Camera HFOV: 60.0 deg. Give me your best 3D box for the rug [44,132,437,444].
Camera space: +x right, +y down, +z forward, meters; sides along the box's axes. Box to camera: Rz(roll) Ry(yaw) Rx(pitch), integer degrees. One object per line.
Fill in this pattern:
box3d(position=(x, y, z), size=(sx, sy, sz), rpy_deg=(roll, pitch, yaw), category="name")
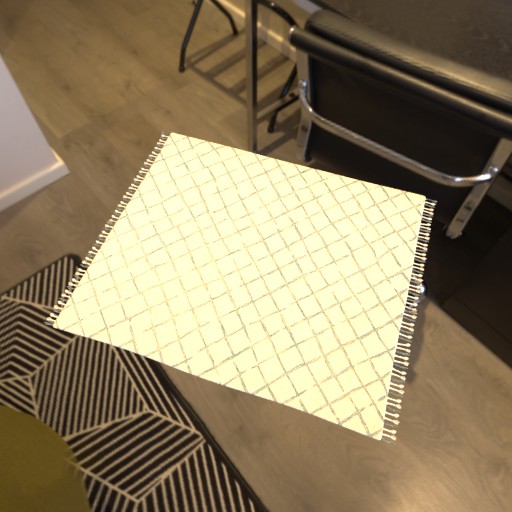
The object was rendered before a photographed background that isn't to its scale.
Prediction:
box3d(position=(0.000, 0.000, 4.886), size=(3.585, 0.036, 2.892), rpy_deg=(16, 60, 10), category="rug")
